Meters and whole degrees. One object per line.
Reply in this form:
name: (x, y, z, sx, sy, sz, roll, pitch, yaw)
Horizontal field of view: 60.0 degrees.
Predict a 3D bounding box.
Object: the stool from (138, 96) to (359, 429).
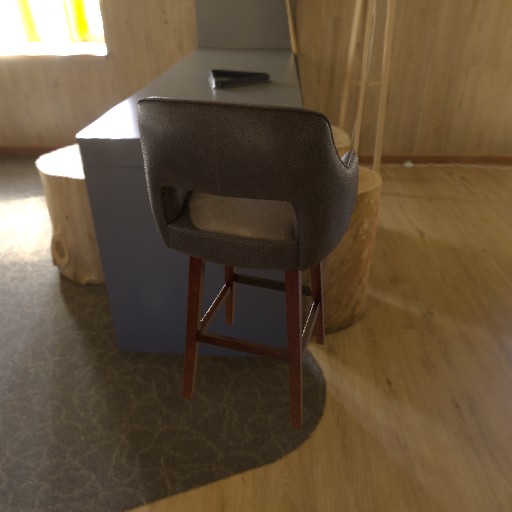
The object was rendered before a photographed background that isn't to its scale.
stool: (0.000, 0.000, 1.378, 0.550, 1.041, 0.560, 10, 33, 15)
